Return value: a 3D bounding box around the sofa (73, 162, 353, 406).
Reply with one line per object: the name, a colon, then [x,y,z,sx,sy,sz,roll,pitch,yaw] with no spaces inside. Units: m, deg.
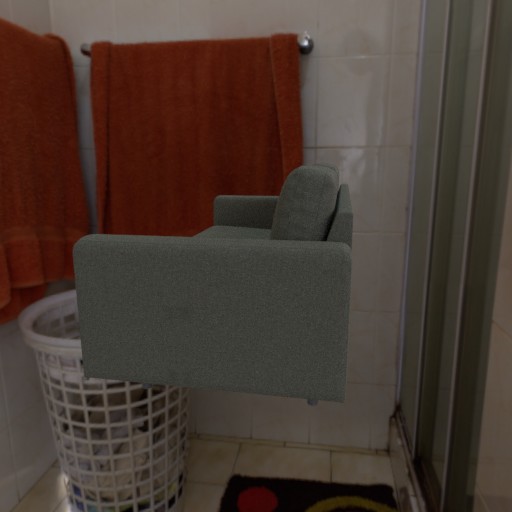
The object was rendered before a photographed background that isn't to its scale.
sofa: [0.000,0.000,2.197,0.889,0.897,1.730,2,13,11]
